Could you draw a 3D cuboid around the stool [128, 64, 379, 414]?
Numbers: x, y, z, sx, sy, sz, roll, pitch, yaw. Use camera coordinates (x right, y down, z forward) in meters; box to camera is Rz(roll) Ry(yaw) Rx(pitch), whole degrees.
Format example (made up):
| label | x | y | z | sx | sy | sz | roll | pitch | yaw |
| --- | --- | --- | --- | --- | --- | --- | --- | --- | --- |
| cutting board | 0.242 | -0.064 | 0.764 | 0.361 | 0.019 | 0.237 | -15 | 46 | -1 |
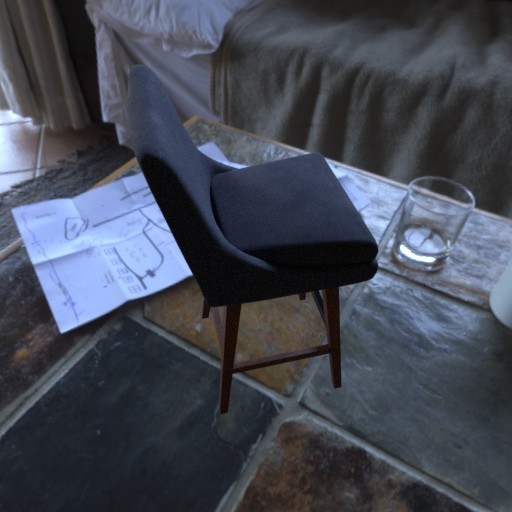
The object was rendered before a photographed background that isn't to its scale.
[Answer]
| label | x | y | z | sx | sy | sz | roll | pitch | yaw |
| --- | --- | --- | --- | --- | --- | --- | --- | --- | --- |
| stool | 0.000 | 0.000 | 1.372 | 0.572 | 1.068 | 0.489 | -10 | 46 | -9 |
